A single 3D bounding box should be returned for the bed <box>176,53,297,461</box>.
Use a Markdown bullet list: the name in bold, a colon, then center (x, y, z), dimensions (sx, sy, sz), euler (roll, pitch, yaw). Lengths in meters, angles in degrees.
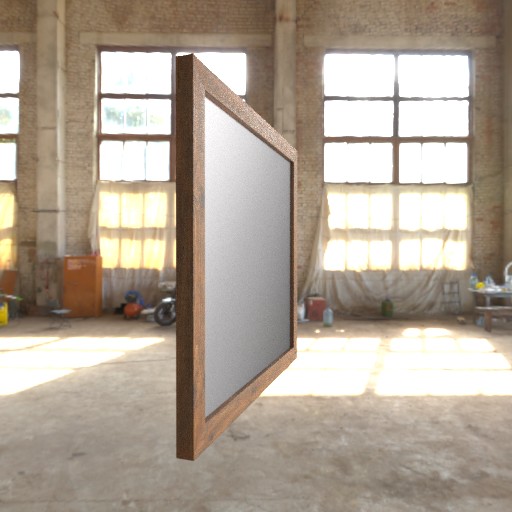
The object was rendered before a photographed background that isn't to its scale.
- **bed**: center (0.000, 0.000, 1.524), dimensions (0.046, 0.942, 1.046), euler (0, 1, 18)
